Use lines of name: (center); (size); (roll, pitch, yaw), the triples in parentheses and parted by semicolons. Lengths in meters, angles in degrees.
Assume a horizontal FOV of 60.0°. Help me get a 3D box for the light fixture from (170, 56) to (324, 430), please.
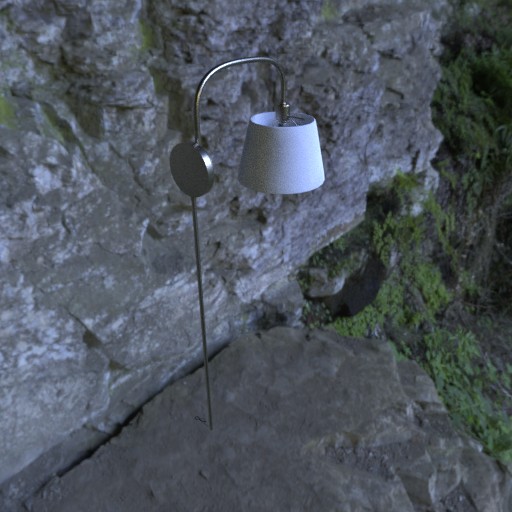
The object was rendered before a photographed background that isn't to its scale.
light fixture: (0.000, 0.000, 0.482); (0.092, 0.399, 0.176); (22, 37, 33)
